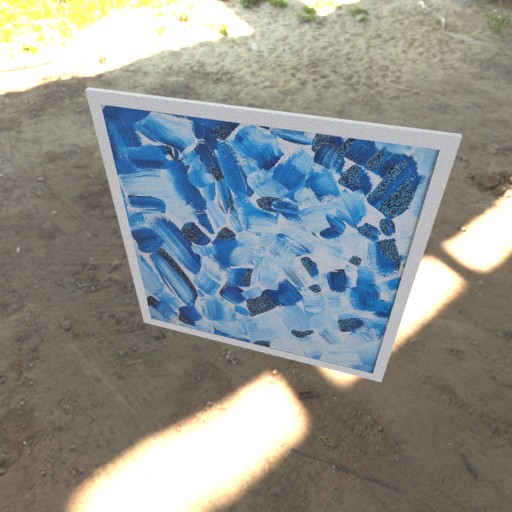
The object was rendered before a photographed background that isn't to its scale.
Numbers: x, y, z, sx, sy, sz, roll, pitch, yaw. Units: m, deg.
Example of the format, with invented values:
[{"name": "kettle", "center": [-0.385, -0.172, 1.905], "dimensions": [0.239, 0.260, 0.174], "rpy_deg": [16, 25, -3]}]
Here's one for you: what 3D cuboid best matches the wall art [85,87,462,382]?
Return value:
[{"name": "wall art", "center": [0.000, 0.000, 1.194], "dimensions": [0.812, 0.812, 0.015], "rpy_deg": [11, 42, 13]}]
